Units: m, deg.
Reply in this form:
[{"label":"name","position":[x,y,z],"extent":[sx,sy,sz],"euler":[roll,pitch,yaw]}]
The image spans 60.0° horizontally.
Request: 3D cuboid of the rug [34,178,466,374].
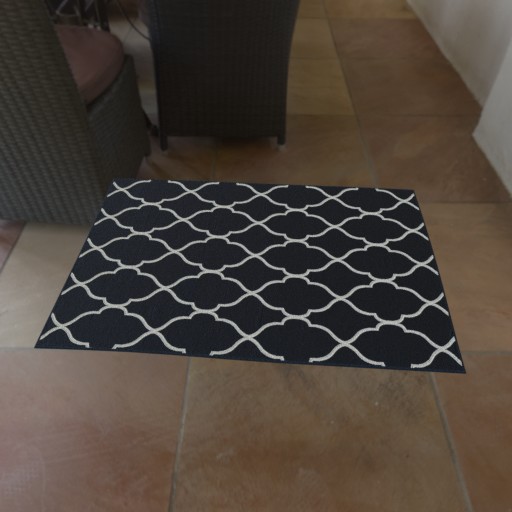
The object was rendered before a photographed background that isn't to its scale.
[{"label":"rug","position":[0.000,0.000,2.847],"extent":[2.290,0.014,1.526],"euler":[3,46,3]}]
